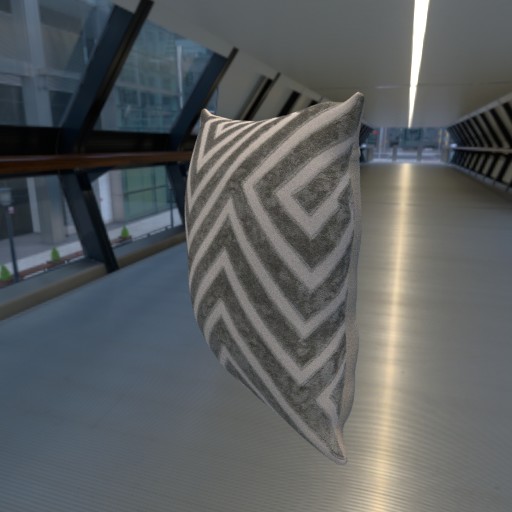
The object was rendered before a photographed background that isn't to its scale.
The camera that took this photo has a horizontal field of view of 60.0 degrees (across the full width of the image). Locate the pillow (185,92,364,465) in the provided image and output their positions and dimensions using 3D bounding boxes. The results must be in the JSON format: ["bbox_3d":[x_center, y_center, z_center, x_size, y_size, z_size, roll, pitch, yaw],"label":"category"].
[{"bbox_3d":[0.000,0.000,0.664,0.182,0.441,0.440,-8,17,-26],"label":"pillow"}]
